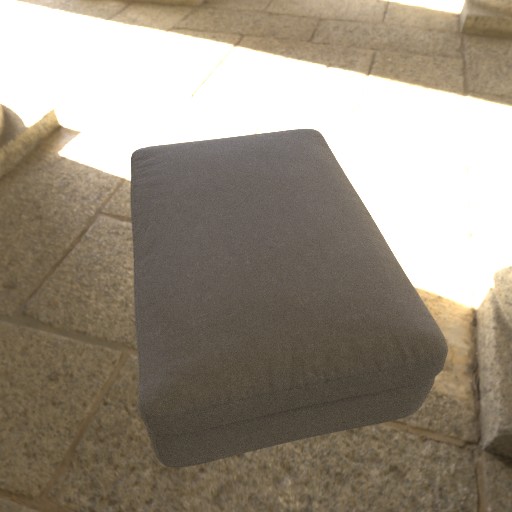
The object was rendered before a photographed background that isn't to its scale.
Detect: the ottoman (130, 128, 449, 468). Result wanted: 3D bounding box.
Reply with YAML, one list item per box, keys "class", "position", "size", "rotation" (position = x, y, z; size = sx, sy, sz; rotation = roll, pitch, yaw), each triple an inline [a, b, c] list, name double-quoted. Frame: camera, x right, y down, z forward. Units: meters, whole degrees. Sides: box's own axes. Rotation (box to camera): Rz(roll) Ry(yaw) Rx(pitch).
- class: "ottoman"
  position: [0.000, 0.000, 1.582]
  size: [0.840, 0.429, 1.199]
  rotation: [-9, 47, -9]
